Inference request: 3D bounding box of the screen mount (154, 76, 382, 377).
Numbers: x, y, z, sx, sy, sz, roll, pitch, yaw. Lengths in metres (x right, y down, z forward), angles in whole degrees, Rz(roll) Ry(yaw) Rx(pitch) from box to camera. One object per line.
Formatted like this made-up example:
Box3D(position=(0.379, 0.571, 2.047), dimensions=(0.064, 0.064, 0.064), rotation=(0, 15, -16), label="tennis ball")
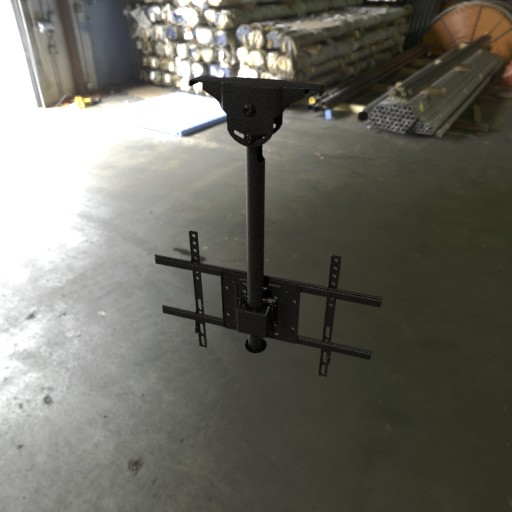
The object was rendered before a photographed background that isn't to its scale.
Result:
Box3D(position=(0.000, 0.000, 1.037), dimensions=(0.595, 0.775, 0.090), rotation=(10, 34, 15), label="screen mount")
